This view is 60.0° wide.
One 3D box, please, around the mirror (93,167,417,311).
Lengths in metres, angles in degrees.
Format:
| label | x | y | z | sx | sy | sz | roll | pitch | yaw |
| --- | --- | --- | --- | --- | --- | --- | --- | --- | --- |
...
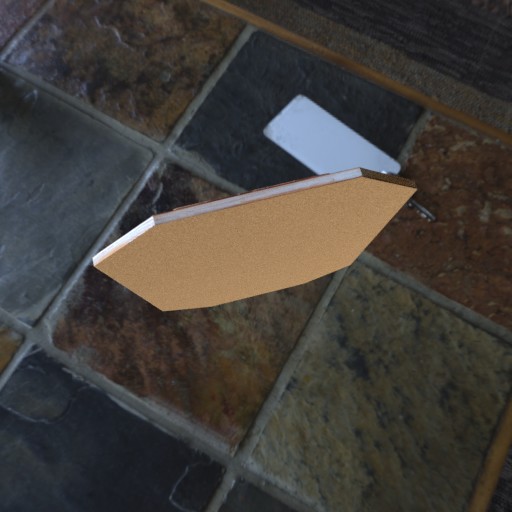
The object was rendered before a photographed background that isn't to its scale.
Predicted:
| label | x | y | z | sx | sy | sz | roll | pitch | yaw |
| --- | --- | --- | --- | --- | --- | --- | --- | --- | --- |
| mirror | 0.000 | 0.000 | 1.296 | 0.709 | 1.015 | 0.061 | -14 | 76 | -4 |
